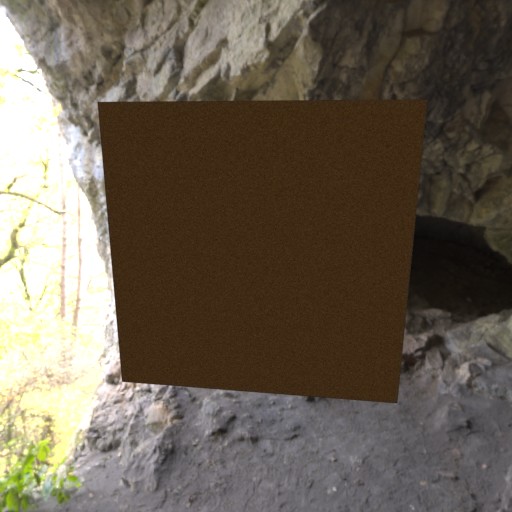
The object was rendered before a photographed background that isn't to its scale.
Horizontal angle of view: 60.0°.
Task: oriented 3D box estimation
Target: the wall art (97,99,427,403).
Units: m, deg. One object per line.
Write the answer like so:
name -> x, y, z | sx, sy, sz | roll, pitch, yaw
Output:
wall art -> 0.000, 0.000, 0.611 | 0.406, 0.403, 0.039 | 2, 16, 7
